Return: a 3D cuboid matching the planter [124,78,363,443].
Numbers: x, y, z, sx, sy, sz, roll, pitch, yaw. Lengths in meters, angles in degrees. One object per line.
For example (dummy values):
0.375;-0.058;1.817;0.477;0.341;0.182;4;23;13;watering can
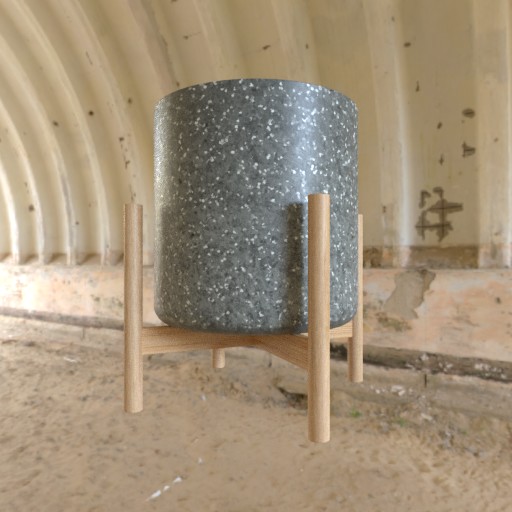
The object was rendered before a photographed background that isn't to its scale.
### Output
0.000;0.000;0.674;0.360;0.419;0.360;0;0;-1;planter
